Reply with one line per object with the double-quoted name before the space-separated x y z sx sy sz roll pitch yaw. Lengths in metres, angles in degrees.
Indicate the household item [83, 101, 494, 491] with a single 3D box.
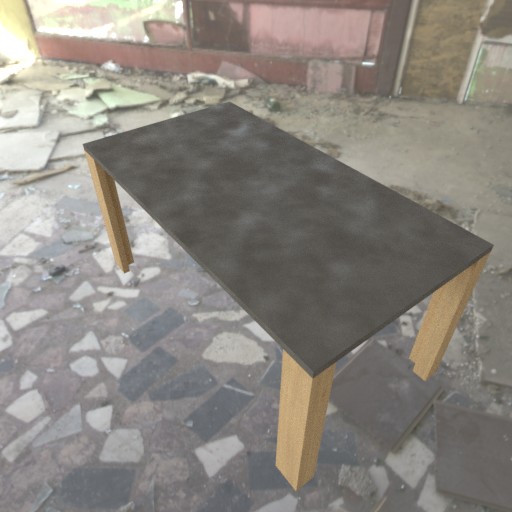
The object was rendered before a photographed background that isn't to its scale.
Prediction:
"household item" 0.000 0.000 2.066 0.850 0.755 1.600 -27 47 -27
